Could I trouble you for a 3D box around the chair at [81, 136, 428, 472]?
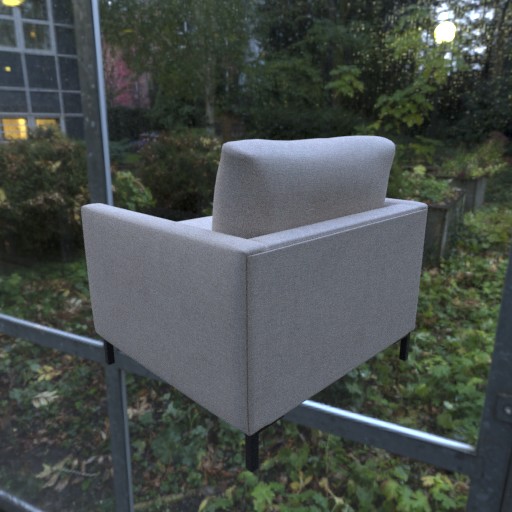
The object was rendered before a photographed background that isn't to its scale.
[{"bbox_3d":[0.000,0.000,1.644,0.963,0.861,0.866,-15,22,-43],"label":"chair"}]
